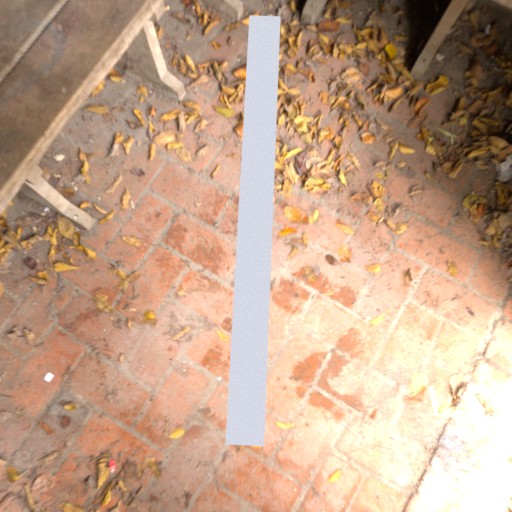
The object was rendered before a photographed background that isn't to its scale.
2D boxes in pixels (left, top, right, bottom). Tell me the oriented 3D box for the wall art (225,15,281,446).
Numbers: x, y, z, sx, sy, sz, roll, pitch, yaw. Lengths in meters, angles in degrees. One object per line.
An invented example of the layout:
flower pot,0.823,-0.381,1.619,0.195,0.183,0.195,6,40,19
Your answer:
wall art,0.000,0.000,0.525,0.027,0.355,0.355,3,77,1
